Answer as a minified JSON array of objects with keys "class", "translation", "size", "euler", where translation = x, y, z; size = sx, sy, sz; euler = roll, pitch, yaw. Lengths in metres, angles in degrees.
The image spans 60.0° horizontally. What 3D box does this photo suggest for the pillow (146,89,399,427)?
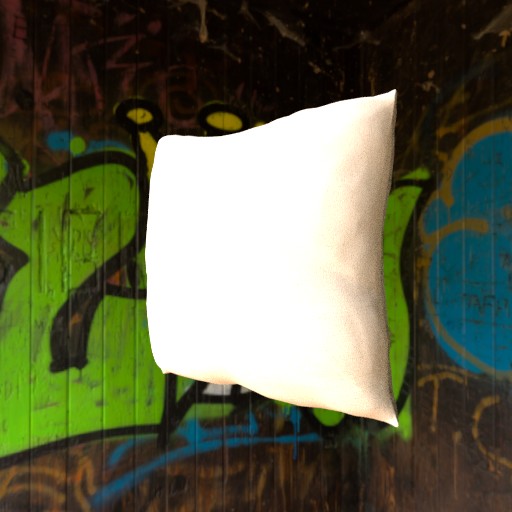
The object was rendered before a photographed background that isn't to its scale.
[{"class":"pillow","translation":[0.000,0.000,0.704],"size":[0.450,0.448,0.245],"euler":[0,-1,36]}]
